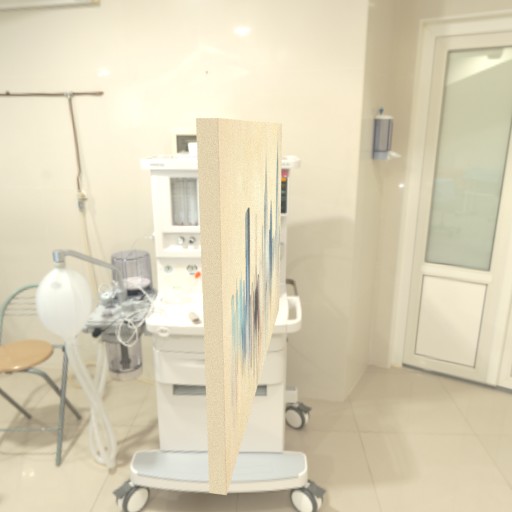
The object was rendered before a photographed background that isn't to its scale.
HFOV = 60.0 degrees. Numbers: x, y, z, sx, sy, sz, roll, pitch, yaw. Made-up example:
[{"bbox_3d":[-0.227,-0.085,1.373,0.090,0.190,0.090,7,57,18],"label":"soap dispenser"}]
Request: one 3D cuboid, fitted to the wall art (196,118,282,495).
[{"bbox_3d":[0.000,0.000,1.317,0.038,0.762,1.016,3,16,9],"label":"wall art"}]
